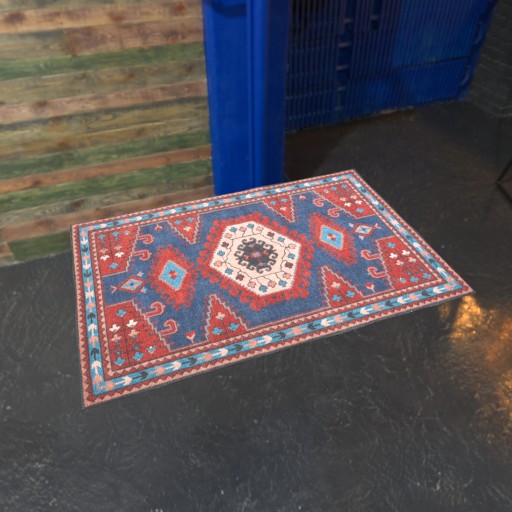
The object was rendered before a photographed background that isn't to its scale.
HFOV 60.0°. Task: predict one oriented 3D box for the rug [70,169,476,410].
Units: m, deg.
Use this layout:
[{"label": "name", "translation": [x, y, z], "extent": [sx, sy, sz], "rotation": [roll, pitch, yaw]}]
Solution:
[{"label": "rug", "translation": [0.000, 0.000, 2.317], "extent": [1.820, 0.012, 1.207], "rotation": [-13, 44, -14]}]
